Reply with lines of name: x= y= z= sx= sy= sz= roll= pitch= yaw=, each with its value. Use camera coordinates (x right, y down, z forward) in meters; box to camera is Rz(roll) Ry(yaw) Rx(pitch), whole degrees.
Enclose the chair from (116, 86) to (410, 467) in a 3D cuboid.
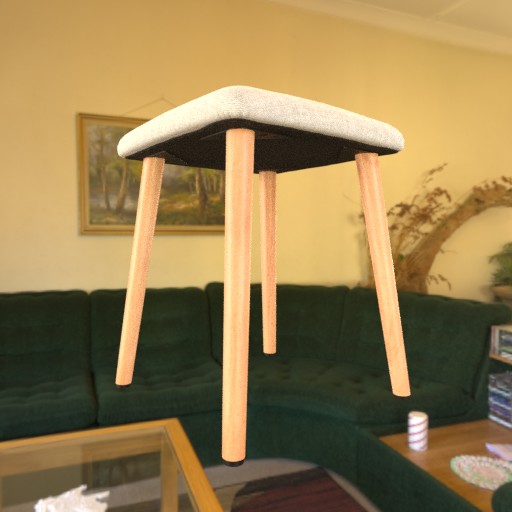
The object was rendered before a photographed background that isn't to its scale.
chair: x=0.000 y=0.000 z=0.708 sx=0.350 sy=0.440 sz=0.350 roll=-2 pitch=3 yaw=-38
